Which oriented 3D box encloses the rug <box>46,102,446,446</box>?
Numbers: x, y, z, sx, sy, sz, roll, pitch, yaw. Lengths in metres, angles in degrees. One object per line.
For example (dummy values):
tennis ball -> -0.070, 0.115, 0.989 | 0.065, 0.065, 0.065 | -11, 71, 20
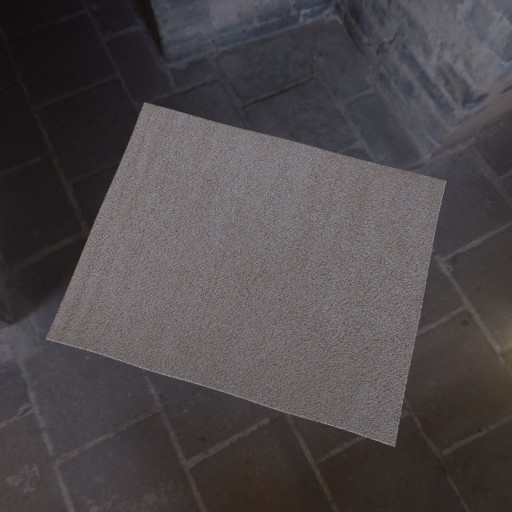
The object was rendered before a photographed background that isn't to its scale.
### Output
rug -> 0.000, 0.000, 3.951 | 3.000, 0.026, 2.400 | 16, 75, 4
